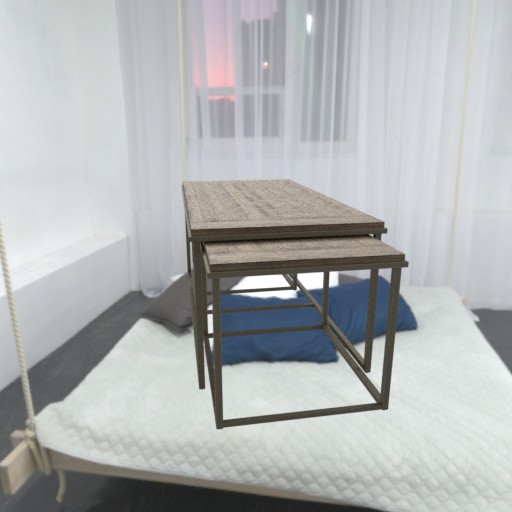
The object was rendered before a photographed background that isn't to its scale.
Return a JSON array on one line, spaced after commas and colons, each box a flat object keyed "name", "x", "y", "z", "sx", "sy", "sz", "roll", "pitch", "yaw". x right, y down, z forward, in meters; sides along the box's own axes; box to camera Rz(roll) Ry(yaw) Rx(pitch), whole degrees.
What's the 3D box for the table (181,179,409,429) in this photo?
[{"name": "table", "x": 0.000, "y": 0.000, "z": 1.579, "sx": 0.489, "sy": 0.427, "sz": 1.312, "roll": -3, "pitch": 16, "yaw": -10}]
